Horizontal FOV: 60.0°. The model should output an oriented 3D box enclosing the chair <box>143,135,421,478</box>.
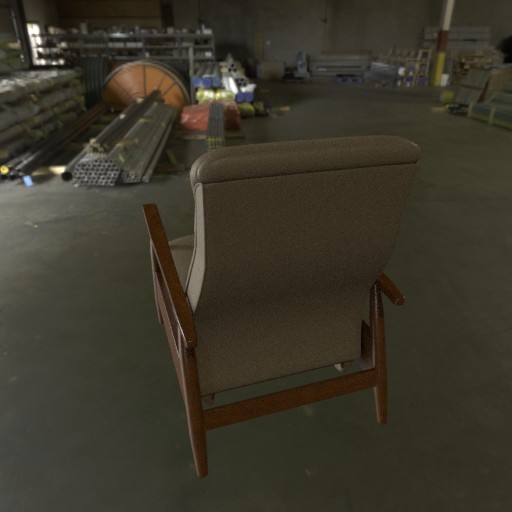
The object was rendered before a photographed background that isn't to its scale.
[{"bbox_3d":[0.000,0.000,1.757,0.762,1.082,1.014,-9,28,-17],"label":"chair"}]
